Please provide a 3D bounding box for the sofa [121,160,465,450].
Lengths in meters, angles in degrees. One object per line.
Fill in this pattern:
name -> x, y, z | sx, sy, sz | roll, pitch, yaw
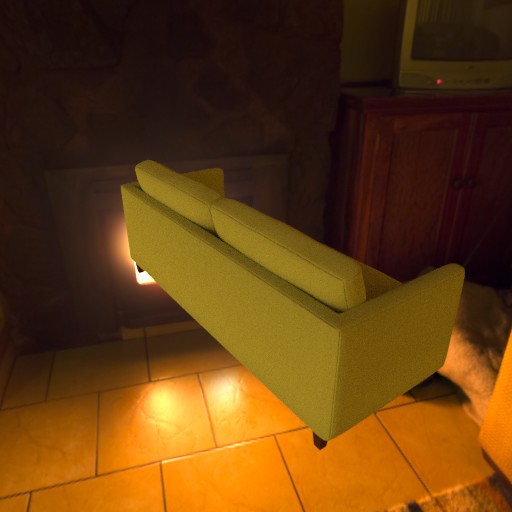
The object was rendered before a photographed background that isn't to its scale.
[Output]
sofa -> 0.000, 0.000, 2.993 | 0.948, 0.965, 2.434 | -18, 31, -32
